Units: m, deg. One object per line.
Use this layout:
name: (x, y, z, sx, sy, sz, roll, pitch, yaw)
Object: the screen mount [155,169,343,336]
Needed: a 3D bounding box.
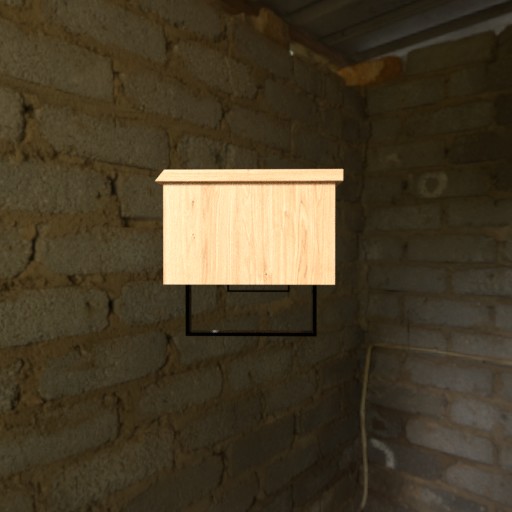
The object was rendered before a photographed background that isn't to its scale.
screen mount: (0.000, 0.000, 1.909, 0.450, 0.430, 1.700, 0, 1, 1)
